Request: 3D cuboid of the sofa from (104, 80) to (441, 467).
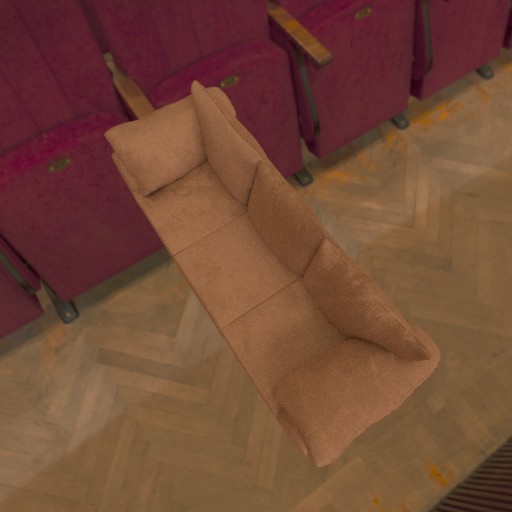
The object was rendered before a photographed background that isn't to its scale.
[{"bbox_3d":[0.000,0.000,2.814,0.893,0.981,2.377,-31,68,-14],"label":"sofa"}]
